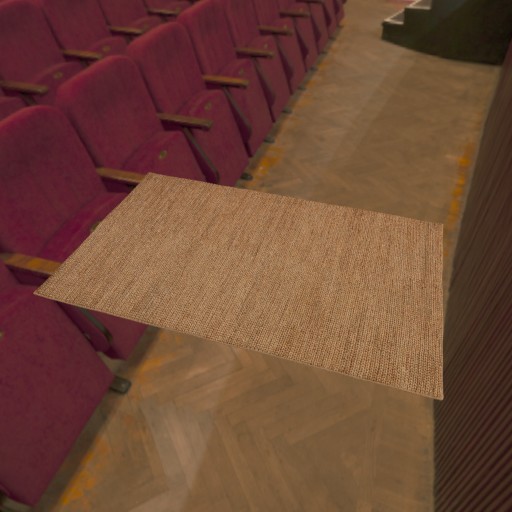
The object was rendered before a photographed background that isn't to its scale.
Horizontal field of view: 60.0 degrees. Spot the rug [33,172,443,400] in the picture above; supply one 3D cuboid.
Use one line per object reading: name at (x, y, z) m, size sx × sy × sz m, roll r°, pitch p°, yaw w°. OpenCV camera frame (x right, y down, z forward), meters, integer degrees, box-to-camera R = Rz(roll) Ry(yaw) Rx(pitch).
rug at (0.000, 0.000, 3.029) m, size 2.438 × 0.034 × 1.521 m, roll 12°, pitch 43°, yaw 13°
